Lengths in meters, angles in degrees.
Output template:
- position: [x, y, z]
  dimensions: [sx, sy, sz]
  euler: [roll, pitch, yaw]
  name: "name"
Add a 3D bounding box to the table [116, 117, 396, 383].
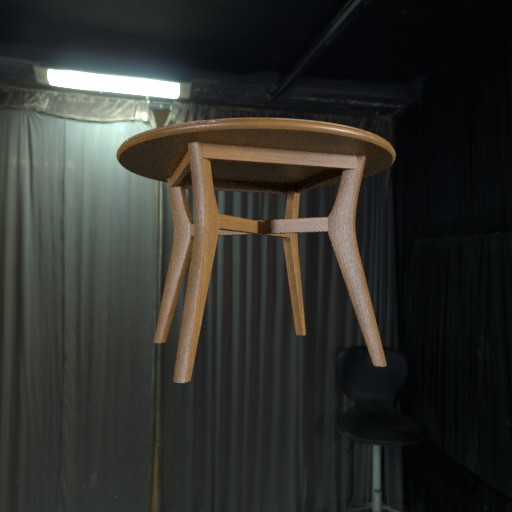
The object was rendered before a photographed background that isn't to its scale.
- position: [0.000, 0.000, 1.750]
  dimensions: [1.055, 0.757, 1.055]
  euler: [0, -1, 0]
  name: "table"
